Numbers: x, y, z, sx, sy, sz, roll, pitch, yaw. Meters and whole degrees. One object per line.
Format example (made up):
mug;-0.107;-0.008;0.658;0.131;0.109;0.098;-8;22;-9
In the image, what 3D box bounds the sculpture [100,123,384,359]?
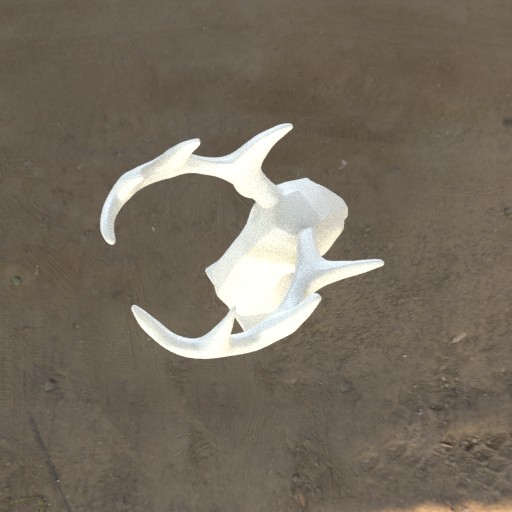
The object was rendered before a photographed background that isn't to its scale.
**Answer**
sculpture;0.000;0.000;0.458;0.224;0.329;0.174;-33;78;-8
